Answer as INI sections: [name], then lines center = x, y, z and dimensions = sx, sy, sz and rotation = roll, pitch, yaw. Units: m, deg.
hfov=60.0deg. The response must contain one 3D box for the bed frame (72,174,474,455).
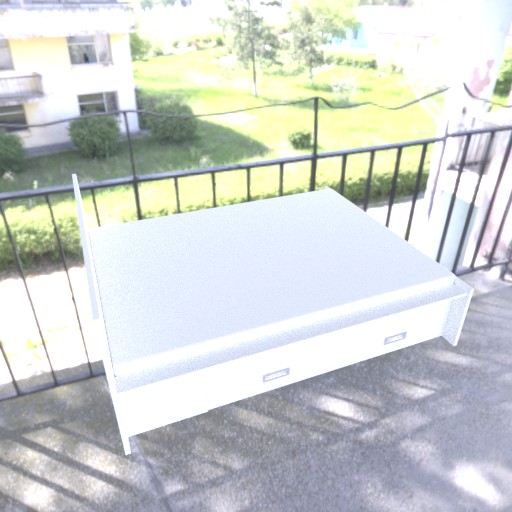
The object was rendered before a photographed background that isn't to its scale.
[bed frame]
center = 0.000, 0.000, 2.801
dimensions = 1.960, 0.800, 1.622
rotation = -12, 33, -19
